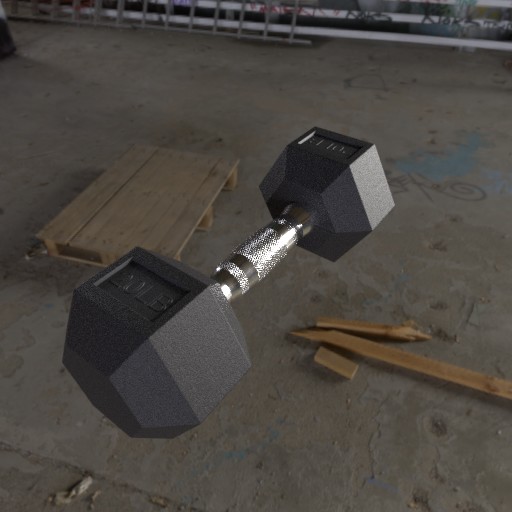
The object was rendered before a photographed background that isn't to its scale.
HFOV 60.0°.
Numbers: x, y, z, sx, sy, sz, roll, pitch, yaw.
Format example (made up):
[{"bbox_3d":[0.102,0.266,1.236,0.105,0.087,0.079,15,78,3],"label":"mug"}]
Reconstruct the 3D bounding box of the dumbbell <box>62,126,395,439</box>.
[{"bbox_3d":[0.000,0.000,0.341,0.116,0.101,0.297,26,47,27],"label":"dumbbell"}]
